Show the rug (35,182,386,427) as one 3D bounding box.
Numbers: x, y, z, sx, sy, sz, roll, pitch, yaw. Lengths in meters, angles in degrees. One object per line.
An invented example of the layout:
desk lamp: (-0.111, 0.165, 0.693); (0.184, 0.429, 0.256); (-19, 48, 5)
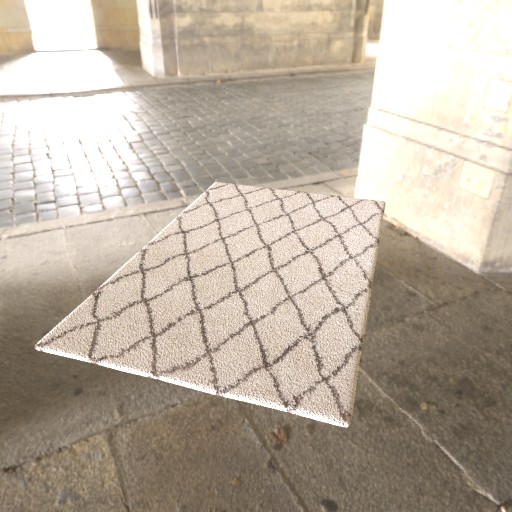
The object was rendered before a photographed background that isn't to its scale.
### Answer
rug: (0.000, 0.000, 3.407); (1.778, 0.030, 2.743); (9, 31, 15)
